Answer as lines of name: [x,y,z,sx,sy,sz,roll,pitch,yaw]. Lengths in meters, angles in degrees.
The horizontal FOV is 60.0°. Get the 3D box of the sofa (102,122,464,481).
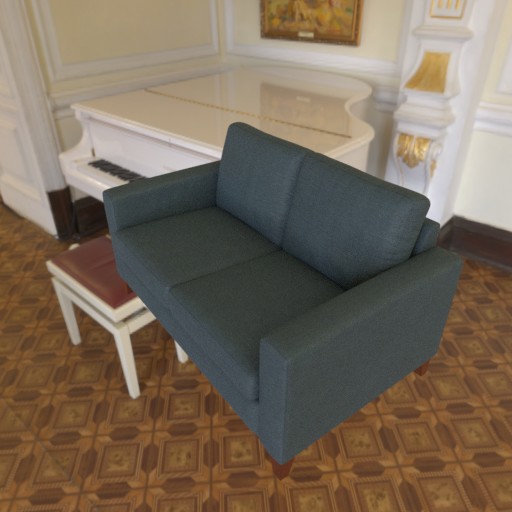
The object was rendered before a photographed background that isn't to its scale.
sofa: [0.000,0.000,2.093,0.955,0.903,1.489,-22,38,-30]
